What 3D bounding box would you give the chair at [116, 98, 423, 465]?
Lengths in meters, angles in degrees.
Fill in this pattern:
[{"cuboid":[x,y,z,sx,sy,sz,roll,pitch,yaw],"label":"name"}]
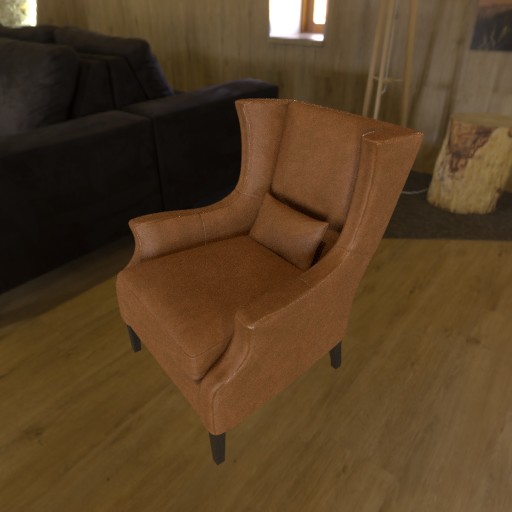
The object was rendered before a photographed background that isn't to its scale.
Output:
[{"cuboid":[0.000,0.000,1.719,0.925,1.016,0.852,-21,36,-31],"label":"chair"}]
